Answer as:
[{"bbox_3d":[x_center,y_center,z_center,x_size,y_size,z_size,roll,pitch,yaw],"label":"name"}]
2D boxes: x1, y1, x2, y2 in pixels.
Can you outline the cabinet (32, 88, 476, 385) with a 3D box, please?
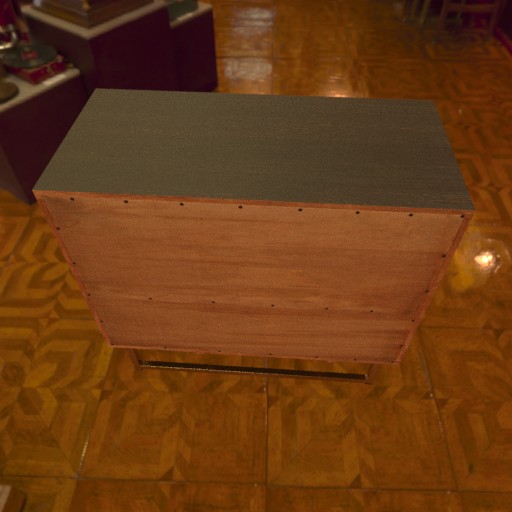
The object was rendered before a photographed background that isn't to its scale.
[{"bbox_3d":[0.000,0.000,1.416,0.950,0.860,0.451,3,48,3],"label":"cabinet"}]
